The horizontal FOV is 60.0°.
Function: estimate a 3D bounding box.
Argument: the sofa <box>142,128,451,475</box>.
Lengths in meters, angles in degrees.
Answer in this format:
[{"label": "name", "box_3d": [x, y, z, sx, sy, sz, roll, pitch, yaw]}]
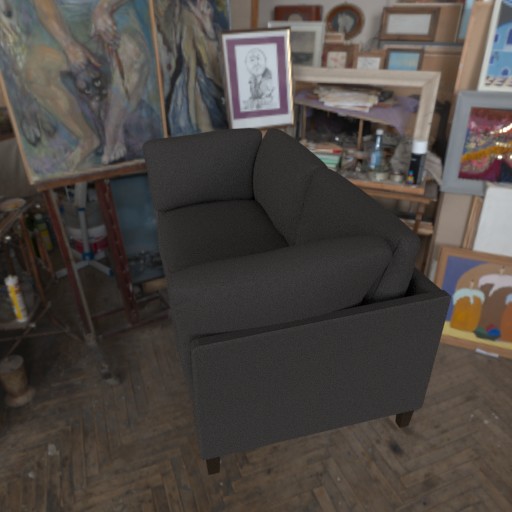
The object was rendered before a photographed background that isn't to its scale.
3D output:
[{"label": "sofa", "box_3d": [0.000, 0.000, 2.271, 0.969, 0.920, 1.751, -8, 31, -13]}]
